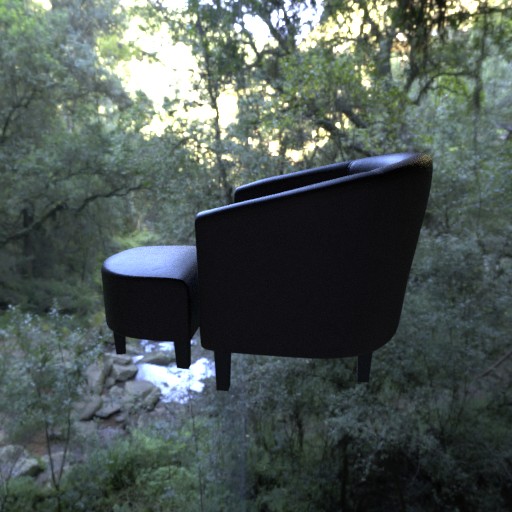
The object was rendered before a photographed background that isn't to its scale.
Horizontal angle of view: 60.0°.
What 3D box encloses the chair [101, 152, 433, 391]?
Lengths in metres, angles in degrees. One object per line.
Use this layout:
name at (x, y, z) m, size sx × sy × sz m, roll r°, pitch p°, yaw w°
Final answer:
chair at (0.000, 0.000, 1.654) m, size 1.176 × 0.755 × 0.737 m, roll 2°, pitch 15°, yaw 7°
